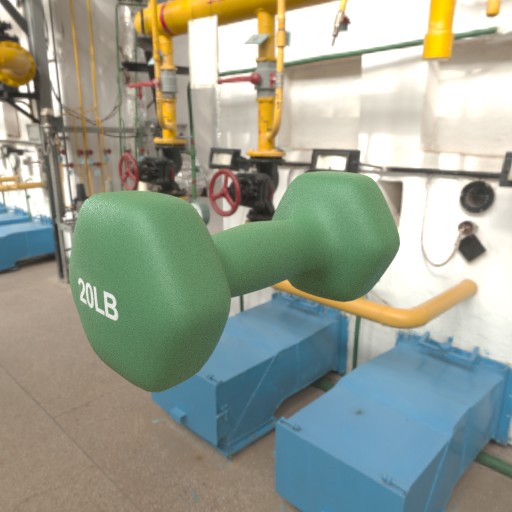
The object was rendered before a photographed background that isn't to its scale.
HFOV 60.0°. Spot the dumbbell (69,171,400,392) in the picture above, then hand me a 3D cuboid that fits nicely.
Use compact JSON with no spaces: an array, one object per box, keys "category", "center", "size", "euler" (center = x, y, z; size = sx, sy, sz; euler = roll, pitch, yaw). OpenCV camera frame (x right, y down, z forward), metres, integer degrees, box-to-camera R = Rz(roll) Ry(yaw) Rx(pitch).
[{"category":"dumbbell","center":[0.000,0.000,0.337],"size":[0.126,0.114,0.257],"euler":[15,21,43]}]
